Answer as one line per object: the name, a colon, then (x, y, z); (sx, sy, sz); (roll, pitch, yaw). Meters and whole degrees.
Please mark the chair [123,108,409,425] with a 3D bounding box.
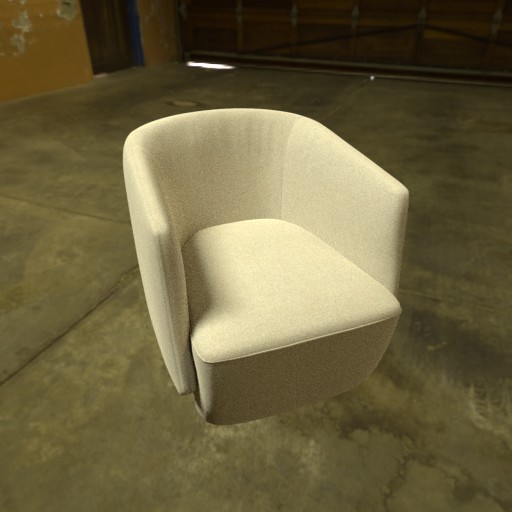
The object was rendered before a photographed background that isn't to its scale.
chair: (0.000, 0.000, 1.635); (0.822, 0.861, 0.986); (-11, 32, -18)
